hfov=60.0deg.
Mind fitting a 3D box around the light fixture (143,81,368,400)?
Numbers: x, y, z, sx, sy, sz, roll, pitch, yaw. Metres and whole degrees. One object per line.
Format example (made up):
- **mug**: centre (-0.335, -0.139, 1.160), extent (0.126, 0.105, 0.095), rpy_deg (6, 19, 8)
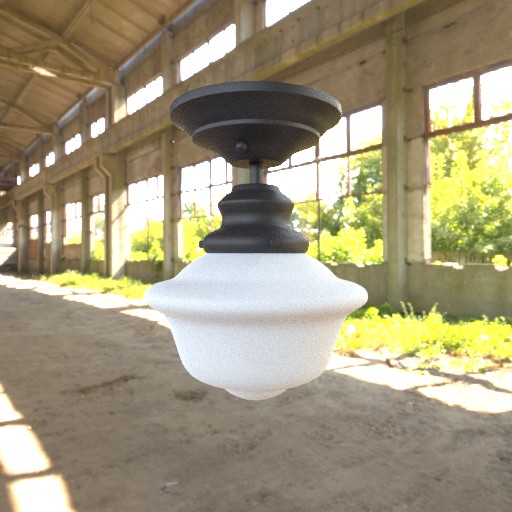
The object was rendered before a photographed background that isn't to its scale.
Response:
- **light fixture**: centre (0.000, 0.000, 0.397), extent (0.197, 0.254, 0.197), rpy_deg (0, 0, 0)
